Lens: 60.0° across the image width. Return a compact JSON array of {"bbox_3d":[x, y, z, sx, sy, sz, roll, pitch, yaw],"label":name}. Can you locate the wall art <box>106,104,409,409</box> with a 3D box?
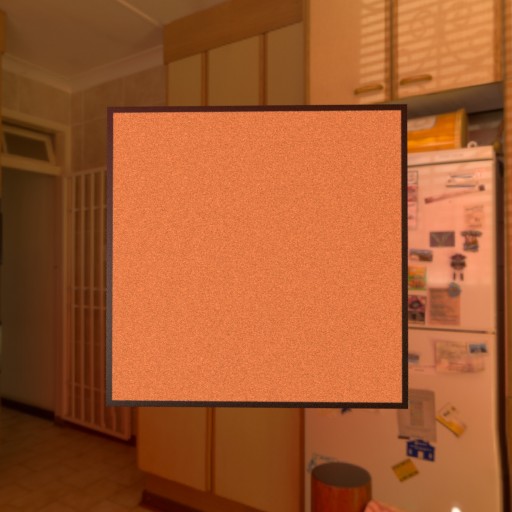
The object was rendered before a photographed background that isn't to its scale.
[{"bbox_3d":[0.000,0.000,0.678,0.457,0.458,0.012,0,-1,2],"label":"wall art"}]
